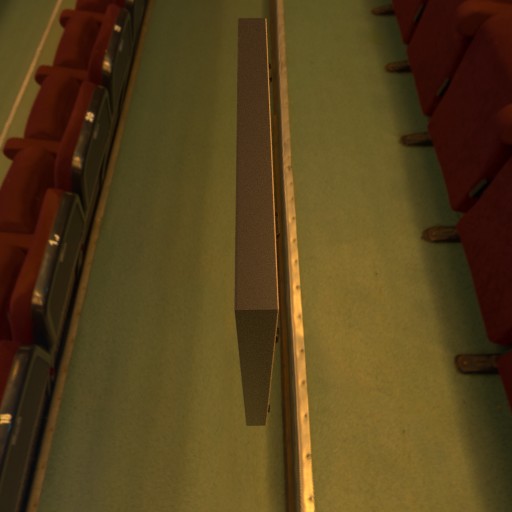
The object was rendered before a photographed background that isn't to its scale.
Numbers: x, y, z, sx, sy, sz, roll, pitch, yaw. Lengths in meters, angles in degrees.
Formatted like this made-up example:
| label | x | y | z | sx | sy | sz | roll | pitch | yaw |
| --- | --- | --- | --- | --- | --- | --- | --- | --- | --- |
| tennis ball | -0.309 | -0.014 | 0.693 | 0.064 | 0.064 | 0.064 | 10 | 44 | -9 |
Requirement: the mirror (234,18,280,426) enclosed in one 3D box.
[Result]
| label | x | y | z | sx | sy | sz | roll | pitch | yaw |
| --- | --- | --- | --- | --- | --- | --- | --- | --- | --- |
| mirror | 0.000 | 0.000 | 0.680 | 0.041 | 0.508 | 0.405 | -1 | 59 | 0 |
